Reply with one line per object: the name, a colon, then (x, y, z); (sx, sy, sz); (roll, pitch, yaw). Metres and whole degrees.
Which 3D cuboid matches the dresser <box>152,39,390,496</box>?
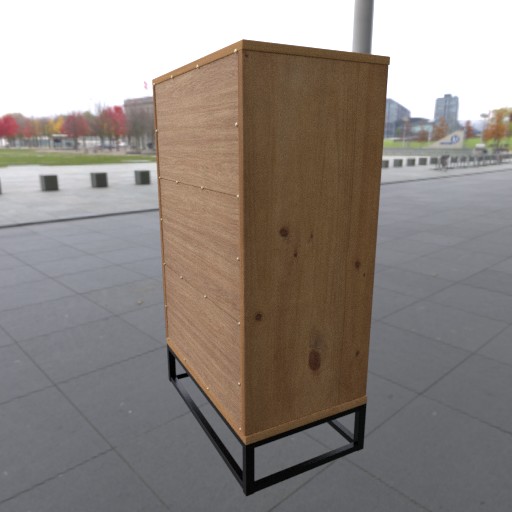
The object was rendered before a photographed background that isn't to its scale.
dresser: (0.000, 0.000, 1.584); (0.479, 1.240, 0.761); (-8, 16, -27)
